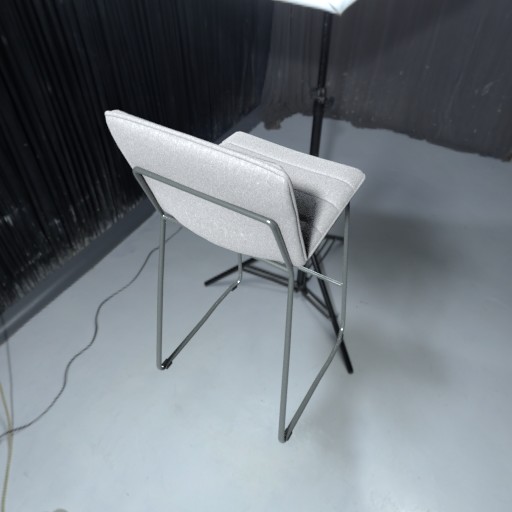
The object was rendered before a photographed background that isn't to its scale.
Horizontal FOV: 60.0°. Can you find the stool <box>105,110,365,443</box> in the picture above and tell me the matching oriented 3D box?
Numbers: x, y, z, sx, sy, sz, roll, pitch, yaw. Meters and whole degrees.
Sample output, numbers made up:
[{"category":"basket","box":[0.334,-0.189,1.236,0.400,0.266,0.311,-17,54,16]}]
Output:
[{"category":"stool","box":[0.000,0.000,1.212,0.490,0.960,0.490,23,50,21]}]
